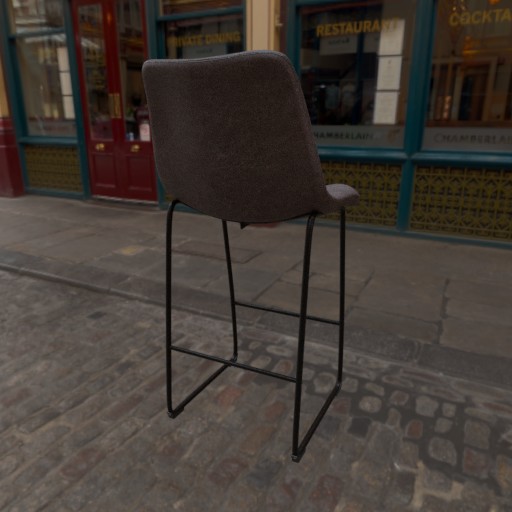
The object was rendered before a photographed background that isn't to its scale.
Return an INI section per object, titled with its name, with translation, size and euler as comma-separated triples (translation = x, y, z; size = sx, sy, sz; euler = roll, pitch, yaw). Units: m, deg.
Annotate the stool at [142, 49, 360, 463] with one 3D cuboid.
[stool]
translation = 0.000, 0.000, 1.371
size = 0.514, 1.082, 0.561
euler = 8, 18, 26
